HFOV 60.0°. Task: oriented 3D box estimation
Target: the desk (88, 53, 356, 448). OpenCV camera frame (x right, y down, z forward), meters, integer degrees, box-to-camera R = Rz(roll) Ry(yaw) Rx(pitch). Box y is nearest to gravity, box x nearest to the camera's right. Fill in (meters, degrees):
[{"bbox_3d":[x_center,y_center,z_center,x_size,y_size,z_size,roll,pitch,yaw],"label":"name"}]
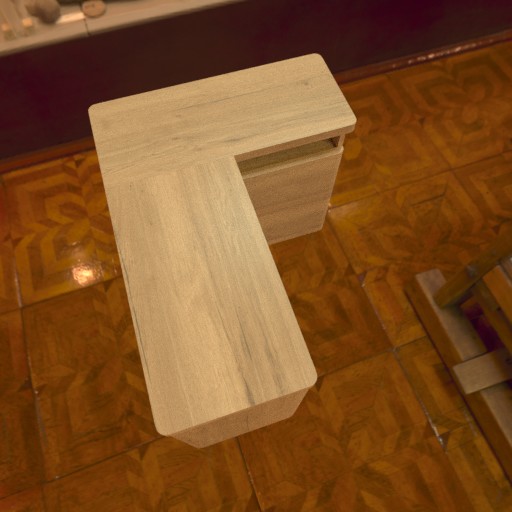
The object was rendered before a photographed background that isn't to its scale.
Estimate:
[{"bbox_3d":[0.000,0.000,1.756,0.900,0.760,1.169,-16,65,-8],"label":"desk"}]
